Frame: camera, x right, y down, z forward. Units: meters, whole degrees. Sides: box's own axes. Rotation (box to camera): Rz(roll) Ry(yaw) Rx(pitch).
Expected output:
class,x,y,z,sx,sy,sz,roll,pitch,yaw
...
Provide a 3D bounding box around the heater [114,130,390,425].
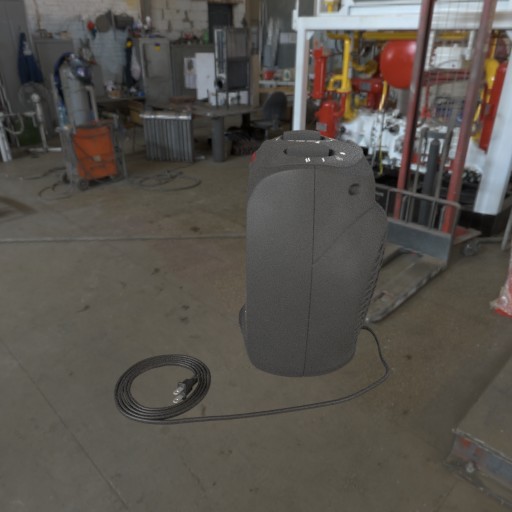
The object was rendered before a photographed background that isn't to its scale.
class,x,y,z,sx,sy,sz,roll,pitch,yaw
heater,0.000,0.000,0.470,0.291,0.240,0.239,0,27,0
